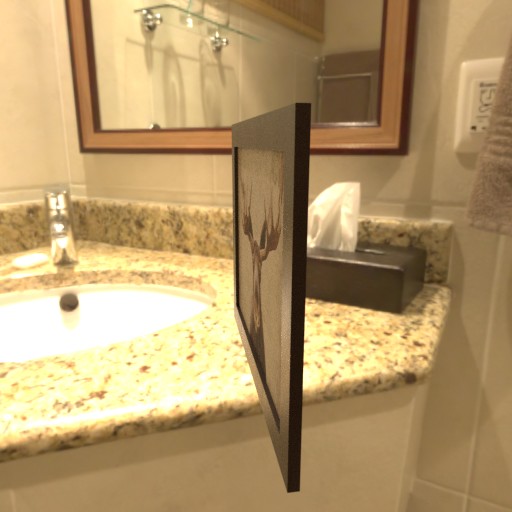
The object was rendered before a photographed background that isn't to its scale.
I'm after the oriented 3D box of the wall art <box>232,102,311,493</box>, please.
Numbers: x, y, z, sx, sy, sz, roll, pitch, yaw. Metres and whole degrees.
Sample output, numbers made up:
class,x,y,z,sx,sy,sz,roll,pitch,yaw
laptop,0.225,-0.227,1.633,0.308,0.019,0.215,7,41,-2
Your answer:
class,x,y,z,sx,sy,sz,roll,pitch,yaw
wall art,0.000,0.000,1.601,0.034,0.952,1.207,-2,15,-9
